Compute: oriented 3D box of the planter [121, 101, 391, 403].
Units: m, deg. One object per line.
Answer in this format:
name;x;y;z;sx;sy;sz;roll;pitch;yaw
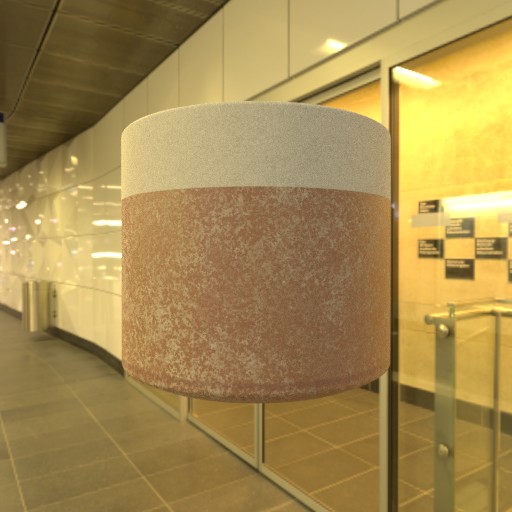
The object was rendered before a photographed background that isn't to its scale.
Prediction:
planter;0.000;0.000;0.273;0.159;0.138;0.159;0;0;0
